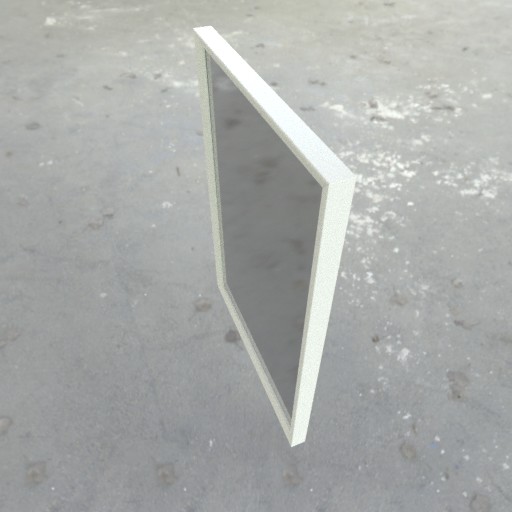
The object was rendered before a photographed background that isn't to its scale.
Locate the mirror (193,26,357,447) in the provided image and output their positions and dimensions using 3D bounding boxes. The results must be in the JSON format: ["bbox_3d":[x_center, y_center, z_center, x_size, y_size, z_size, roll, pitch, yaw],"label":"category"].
[{"bbox_3d":[0.000,0.000,0.894,0.039,0.710,0.507,-16,48,-15],"label":"mirror"}]
